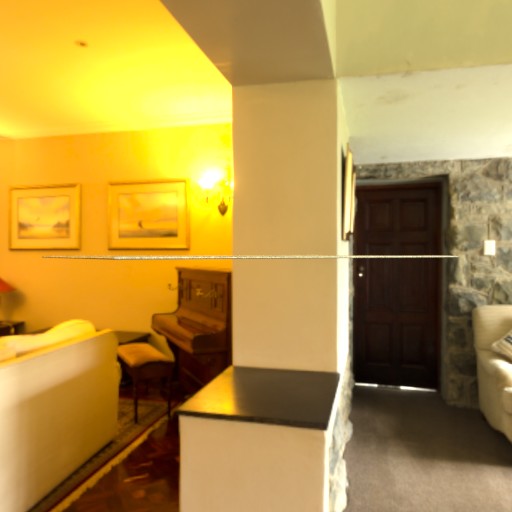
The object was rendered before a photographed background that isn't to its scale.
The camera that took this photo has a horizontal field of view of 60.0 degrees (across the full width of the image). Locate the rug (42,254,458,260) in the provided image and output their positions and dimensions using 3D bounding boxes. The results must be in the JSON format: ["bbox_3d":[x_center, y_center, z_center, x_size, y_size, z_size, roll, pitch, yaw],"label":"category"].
[{"bbox_3d":[0.000,0.000,3.065,2.447,0.021,1.527,0,0,-35],"label":"rug"}]
